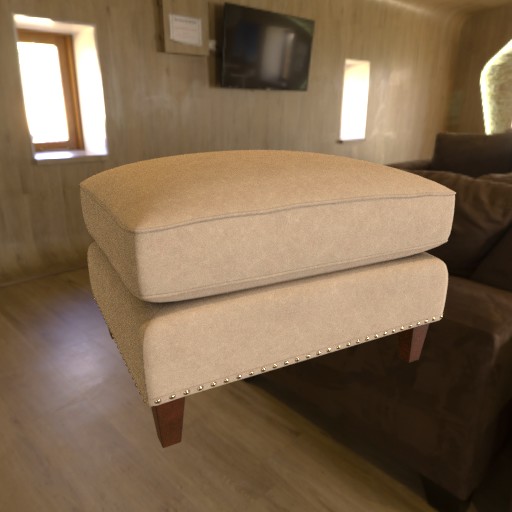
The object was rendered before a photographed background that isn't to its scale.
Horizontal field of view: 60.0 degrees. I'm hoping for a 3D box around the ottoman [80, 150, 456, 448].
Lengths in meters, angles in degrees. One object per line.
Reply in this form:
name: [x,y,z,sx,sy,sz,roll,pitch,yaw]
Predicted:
ottoman: [0.000,0.000,1.120,0.741,0.513,0.584,-9,20,-27]
